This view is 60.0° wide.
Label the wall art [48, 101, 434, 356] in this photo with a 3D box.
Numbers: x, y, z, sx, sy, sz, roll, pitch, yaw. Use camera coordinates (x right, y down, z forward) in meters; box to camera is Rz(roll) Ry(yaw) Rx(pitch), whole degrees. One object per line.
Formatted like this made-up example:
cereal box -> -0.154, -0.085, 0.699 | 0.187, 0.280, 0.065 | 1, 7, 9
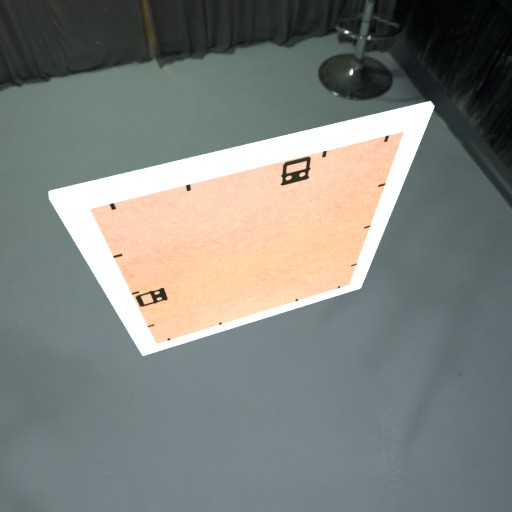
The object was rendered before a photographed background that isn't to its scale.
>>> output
wall art -> 0.000, 0.000, 0.885 | 0.584, 0.584, 0.013 | -16, 58, -10
